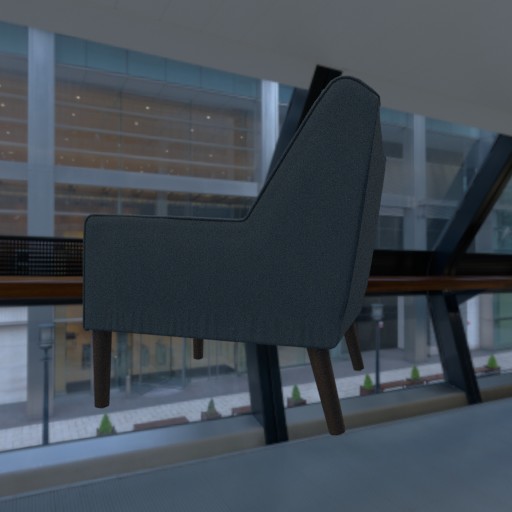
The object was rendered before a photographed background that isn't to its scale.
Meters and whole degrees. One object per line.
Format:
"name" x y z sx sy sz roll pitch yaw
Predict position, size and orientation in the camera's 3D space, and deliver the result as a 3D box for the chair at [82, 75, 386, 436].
"chair" 0.000 0.000 1.317 0.733 0.780 0.663 0 -1 18
